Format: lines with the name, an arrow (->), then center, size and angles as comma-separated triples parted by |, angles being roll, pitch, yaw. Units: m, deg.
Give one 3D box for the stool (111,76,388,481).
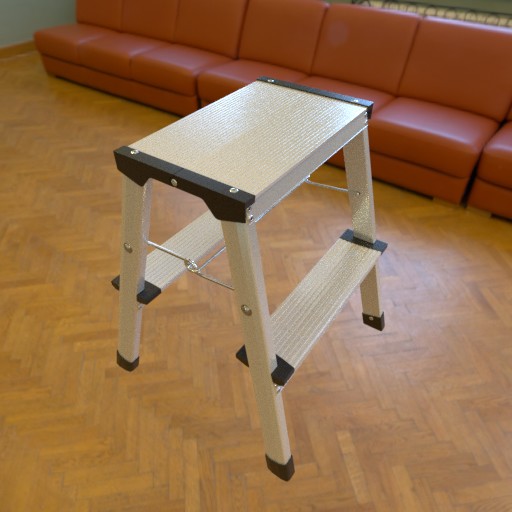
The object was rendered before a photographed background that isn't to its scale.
stool -> 0.000, 0.000, 0.766 | 0.405, 0.480, 0.404 | 24, 46, 26
